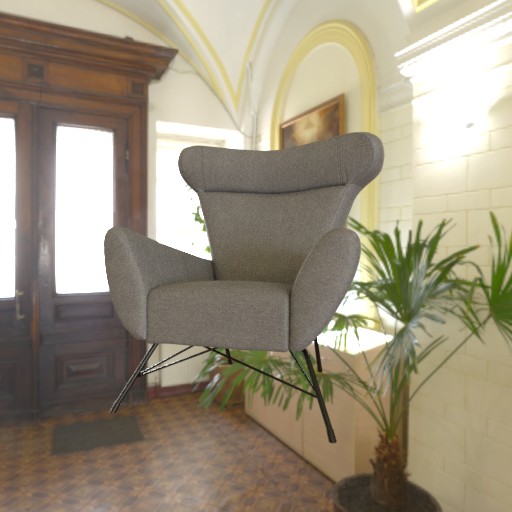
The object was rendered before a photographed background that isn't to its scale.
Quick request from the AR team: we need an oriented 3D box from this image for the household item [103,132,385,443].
[{"bbox_3d":[0.000,0.000,1.797,0.980,1.050,0.900,0,1,18],"label":"household item"}]
